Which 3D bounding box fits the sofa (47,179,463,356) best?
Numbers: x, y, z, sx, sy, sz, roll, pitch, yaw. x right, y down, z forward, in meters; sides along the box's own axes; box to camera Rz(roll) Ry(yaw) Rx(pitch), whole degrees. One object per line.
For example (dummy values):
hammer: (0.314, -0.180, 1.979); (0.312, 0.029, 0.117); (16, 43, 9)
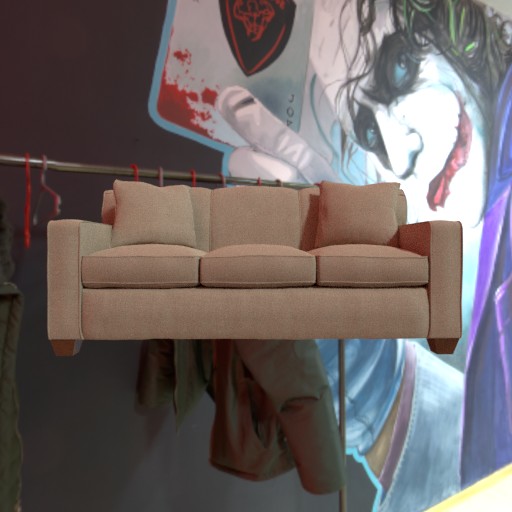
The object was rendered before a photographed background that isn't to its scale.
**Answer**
sofa: (0.000, 0.000, 2.579); (2.024, 0.958, 0.997); (0, 1, -1)
